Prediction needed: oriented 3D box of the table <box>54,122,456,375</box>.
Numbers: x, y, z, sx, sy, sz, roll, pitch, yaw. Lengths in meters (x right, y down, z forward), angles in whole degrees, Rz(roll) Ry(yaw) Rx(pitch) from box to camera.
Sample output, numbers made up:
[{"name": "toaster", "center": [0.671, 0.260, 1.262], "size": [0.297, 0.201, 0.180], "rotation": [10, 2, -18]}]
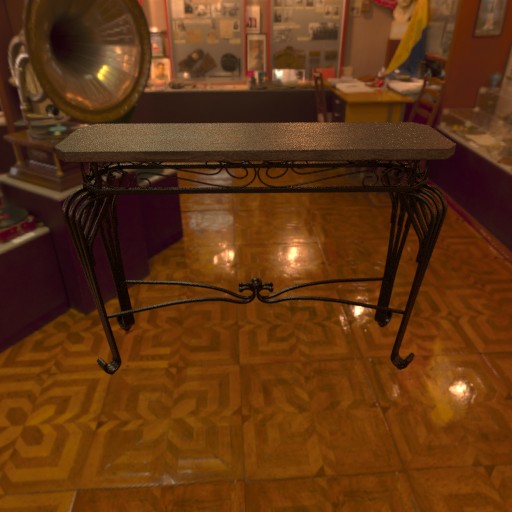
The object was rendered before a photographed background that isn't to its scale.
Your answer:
[{"name": "table", "center": [0.000, 0.000, 1.472], "size": [1.112, 0.800, 0.329], "rotation": [-1, 30, -1]}]
